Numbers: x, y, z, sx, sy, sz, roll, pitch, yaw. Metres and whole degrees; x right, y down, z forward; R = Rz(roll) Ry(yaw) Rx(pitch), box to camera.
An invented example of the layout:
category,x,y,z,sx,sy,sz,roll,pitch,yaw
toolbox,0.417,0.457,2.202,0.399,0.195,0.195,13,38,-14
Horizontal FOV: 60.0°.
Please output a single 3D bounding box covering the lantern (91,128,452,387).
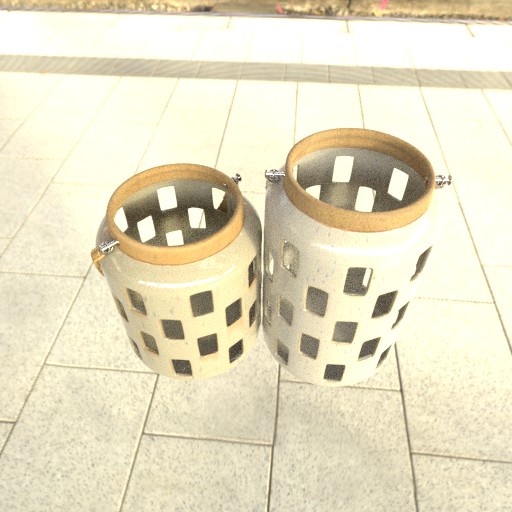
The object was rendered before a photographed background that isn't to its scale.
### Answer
category,x,y,z,sx,sy,sz,roll,pitch,yaw
lantern,0.000,0.000,0.485,0.347,0.255,0.184,2,47,2
